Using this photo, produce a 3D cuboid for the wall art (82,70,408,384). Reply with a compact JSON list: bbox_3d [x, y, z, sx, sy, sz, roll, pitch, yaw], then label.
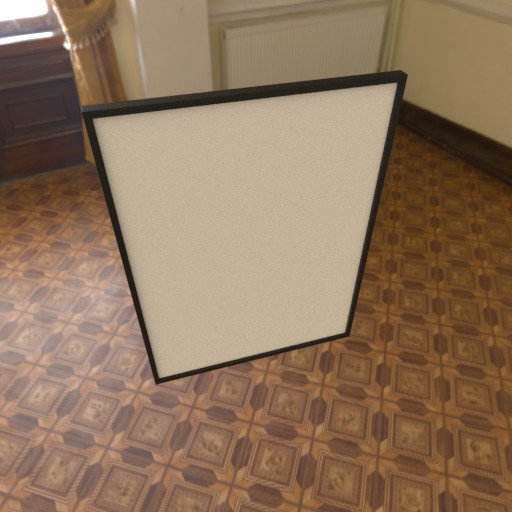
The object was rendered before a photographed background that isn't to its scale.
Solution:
[{"bbox_3d":[0.000,0.000,1.418,0.802,1.070,0.036,-11,43,-12],"label":"wall art"}]
